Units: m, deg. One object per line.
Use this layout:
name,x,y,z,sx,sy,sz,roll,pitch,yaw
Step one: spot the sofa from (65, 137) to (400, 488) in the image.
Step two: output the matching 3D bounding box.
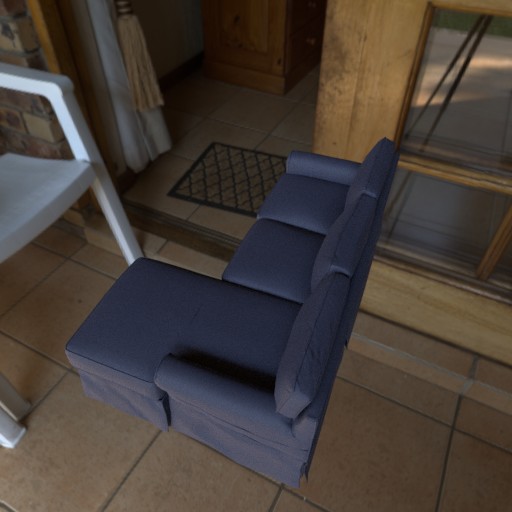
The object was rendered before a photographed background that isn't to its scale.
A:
sofa,0.000,0.000,3.304,1.637,1.039,2.518,16,48,15
